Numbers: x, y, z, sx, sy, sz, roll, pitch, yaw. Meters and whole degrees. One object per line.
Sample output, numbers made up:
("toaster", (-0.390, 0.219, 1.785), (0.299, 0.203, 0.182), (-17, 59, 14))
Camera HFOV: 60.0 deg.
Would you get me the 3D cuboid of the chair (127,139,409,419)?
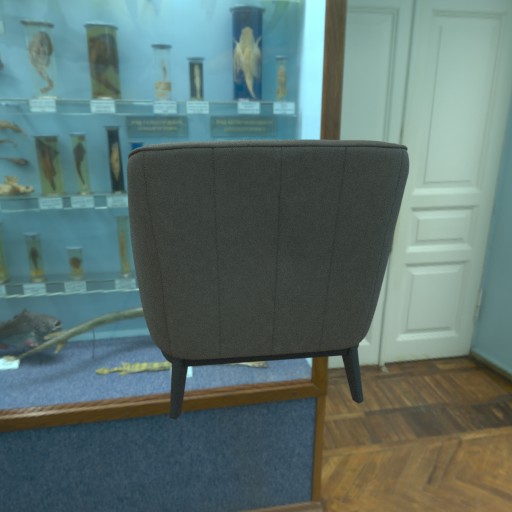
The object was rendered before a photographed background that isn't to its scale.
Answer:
("chair", (0.000, 0.000, 1.570), (0.871, 0.830, 0.852), (-2, 17, -8))
